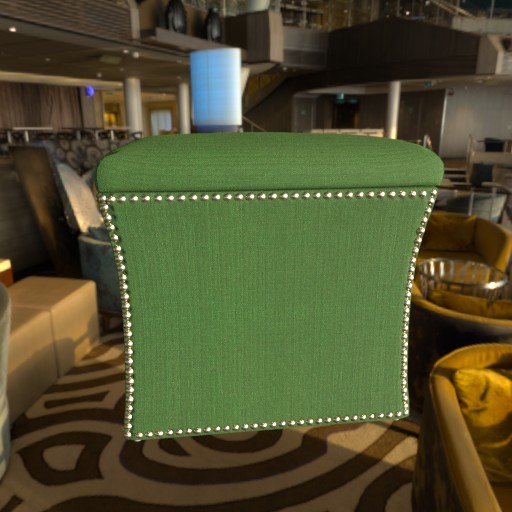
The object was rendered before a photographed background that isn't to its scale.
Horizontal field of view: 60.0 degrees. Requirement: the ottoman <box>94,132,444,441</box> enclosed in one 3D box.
[{"bbox_3d":[0.000,0.000,0.881,0.507,0.475,0.497,-2,16,-7],"label":"ottoman"}]
